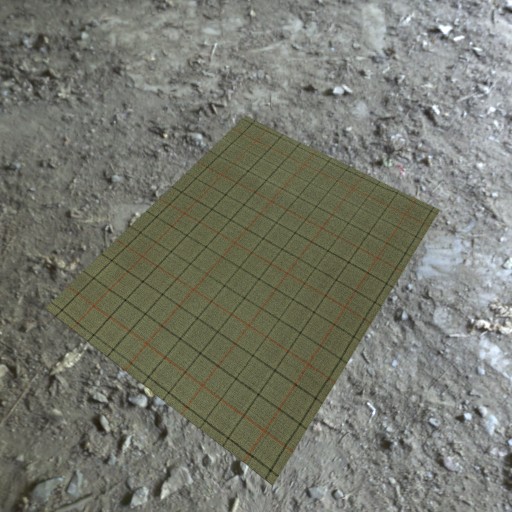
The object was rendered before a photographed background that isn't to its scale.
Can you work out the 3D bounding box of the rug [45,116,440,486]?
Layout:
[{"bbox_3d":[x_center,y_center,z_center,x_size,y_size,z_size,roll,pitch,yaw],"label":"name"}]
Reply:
[{"bbox_3d":[0.000,0.000,4.215,2.444,0.012,3.048,31,63,18],"label":"rug"}]
